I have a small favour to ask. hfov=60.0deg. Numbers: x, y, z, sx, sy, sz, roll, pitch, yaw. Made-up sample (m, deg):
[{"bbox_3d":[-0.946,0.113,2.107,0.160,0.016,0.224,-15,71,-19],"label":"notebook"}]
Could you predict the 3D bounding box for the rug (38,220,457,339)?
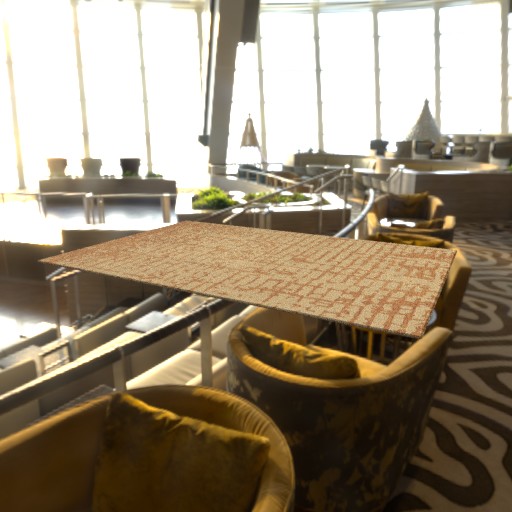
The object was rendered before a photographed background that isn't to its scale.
[{"bbox_3d":[0.000,0.000,2.311,1.829,0.011,1.219,8,17,27],"label":"rug"}]
